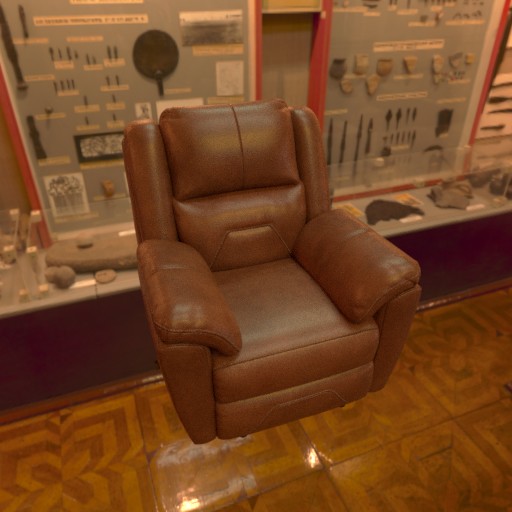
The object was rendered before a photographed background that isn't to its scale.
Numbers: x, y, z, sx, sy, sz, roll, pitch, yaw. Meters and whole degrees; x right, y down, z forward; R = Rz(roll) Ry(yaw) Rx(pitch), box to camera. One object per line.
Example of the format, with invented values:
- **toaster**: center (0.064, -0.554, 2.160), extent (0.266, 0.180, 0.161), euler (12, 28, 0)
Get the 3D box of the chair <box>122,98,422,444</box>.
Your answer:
- **chair**: center (0.000, 0.000, 1.889), extent (0.990, 1.093, 1.041), euler (-11, 34, -16)
